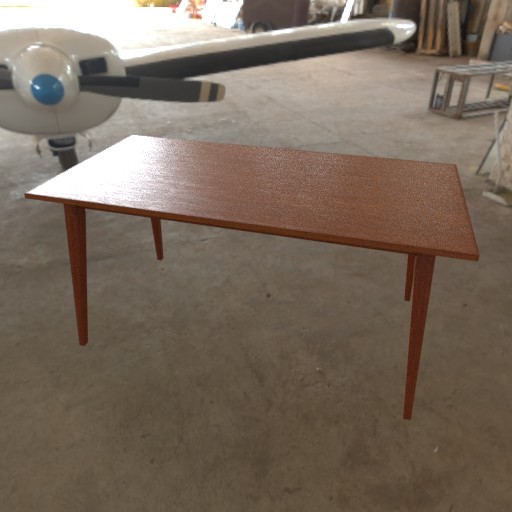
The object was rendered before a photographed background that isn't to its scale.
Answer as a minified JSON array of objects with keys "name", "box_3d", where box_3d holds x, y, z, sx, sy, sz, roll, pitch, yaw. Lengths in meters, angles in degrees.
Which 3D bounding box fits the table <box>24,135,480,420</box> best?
[{"name":"table","box_3d":[0.000,0.000,2.022,1.609,0.755,0.811,9,33,14]}]
